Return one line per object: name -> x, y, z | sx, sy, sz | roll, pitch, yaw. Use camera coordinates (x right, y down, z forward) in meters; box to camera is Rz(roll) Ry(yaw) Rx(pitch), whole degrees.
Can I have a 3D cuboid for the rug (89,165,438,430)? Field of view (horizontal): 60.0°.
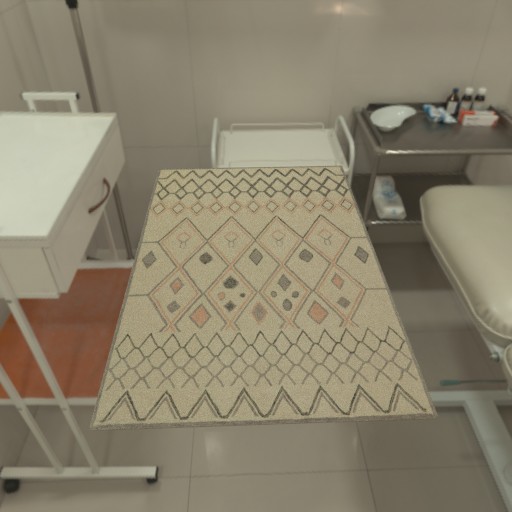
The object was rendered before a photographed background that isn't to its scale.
rug -> 0.000, 0.000, 2.244 | 1.219, 0.016, 1.829 | -1, 40, -2
